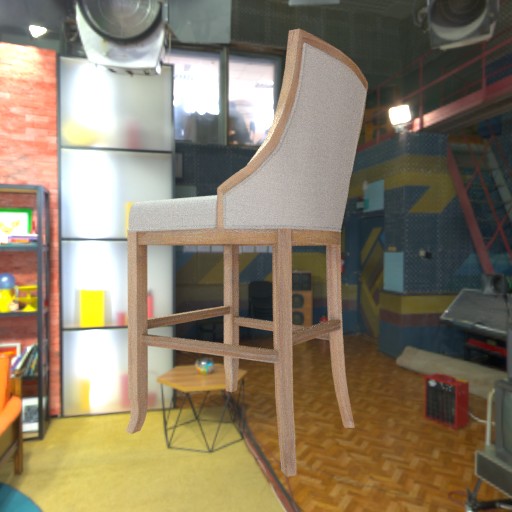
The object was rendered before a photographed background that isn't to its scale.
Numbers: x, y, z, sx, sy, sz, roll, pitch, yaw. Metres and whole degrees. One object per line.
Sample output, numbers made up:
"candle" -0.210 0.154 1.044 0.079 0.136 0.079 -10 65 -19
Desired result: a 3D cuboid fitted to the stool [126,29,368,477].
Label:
"stool" 0.000 0.000 1.403 0.626 1.101 0.524 1 1 36
